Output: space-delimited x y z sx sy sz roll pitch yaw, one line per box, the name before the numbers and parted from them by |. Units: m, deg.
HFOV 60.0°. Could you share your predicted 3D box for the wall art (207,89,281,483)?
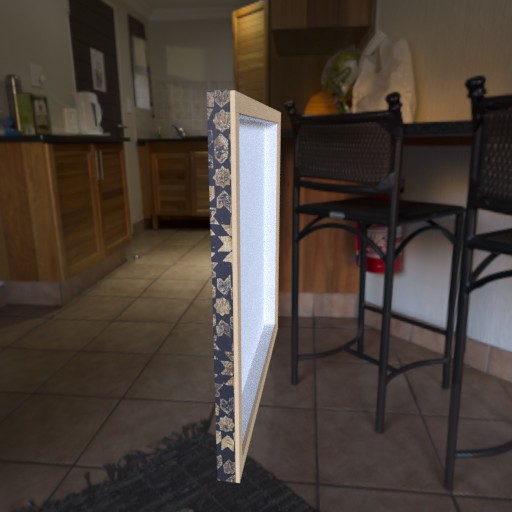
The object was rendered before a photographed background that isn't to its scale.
wall art | 0.000 0.000 0.945 0.038 0.612 0.612 2 16 8
